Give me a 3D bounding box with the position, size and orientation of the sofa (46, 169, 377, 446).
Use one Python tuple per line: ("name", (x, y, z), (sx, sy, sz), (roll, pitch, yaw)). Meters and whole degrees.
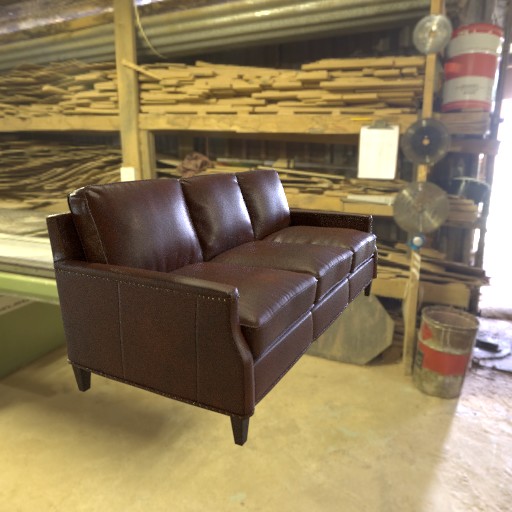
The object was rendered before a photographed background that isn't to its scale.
("sofa", (0.000, 0.000, 2.800), (1.084, 1.003, 2.240), (7, 15, 27))
